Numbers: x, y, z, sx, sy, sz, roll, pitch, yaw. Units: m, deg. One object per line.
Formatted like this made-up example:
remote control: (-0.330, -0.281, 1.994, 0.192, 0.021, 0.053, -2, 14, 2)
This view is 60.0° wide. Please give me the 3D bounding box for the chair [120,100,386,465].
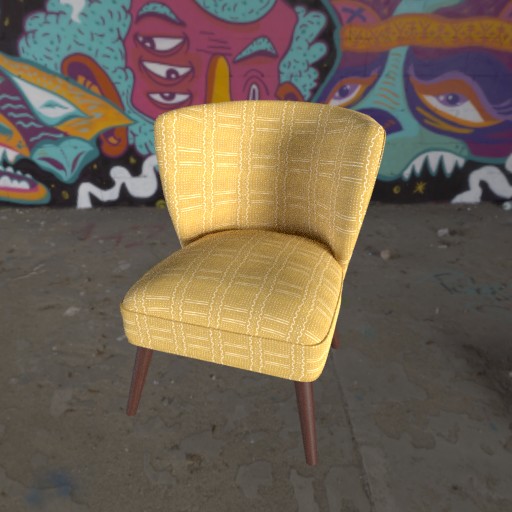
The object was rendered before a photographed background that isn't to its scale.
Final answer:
chair: (0.000, 0.000, 1.433, 0.706, 0.866, 0.758, 8, 28, 16)
